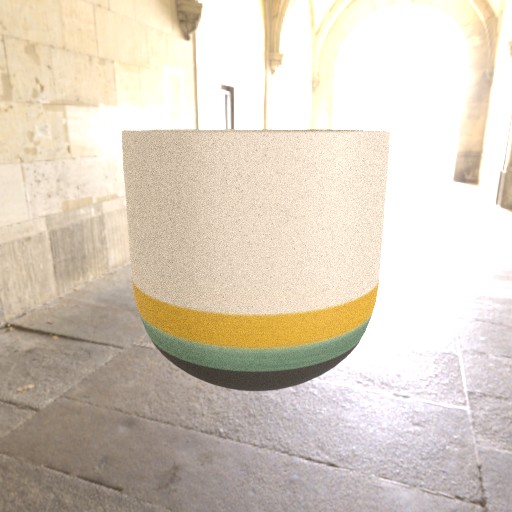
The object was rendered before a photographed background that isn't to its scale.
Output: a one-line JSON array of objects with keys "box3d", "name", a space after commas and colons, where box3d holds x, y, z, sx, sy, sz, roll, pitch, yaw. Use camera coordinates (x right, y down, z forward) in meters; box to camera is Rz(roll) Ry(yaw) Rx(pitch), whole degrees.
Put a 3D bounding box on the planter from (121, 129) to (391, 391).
[{"box3d": [0.000, 0.000, 0.493, 0.268, 0.270, 0.268, 0, 16, 0], "name": "planter"}]
